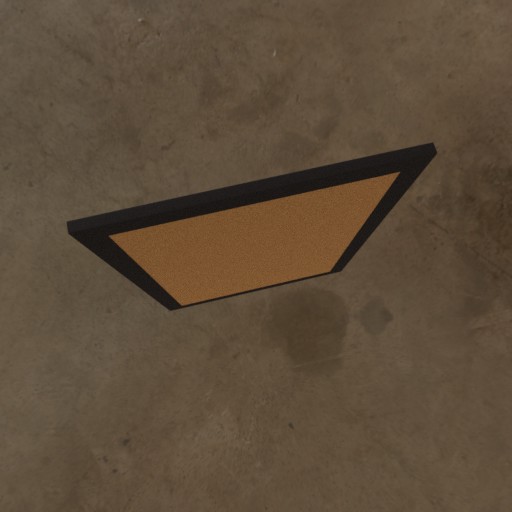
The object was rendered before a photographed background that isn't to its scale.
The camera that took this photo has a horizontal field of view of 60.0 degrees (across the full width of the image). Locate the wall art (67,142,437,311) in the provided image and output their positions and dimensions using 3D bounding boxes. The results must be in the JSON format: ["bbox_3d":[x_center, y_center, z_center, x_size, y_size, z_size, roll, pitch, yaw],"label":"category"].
[{"bbox_3d":[0.000,0.000,0.703,0.380,0.534,0.013,-13,75,-3],"label":"wall art"}]
